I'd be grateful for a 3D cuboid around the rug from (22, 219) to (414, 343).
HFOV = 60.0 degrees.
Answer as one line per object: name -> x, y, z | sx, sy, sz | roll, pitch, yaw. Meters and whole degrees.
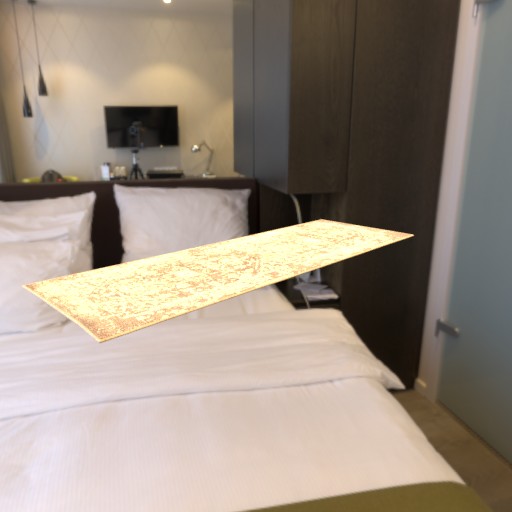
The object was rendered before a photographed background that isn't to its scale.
rug -> 0.000, 0.000, 2.727 | 0.855, 0.017, 2.452 | 15, 22, 43
